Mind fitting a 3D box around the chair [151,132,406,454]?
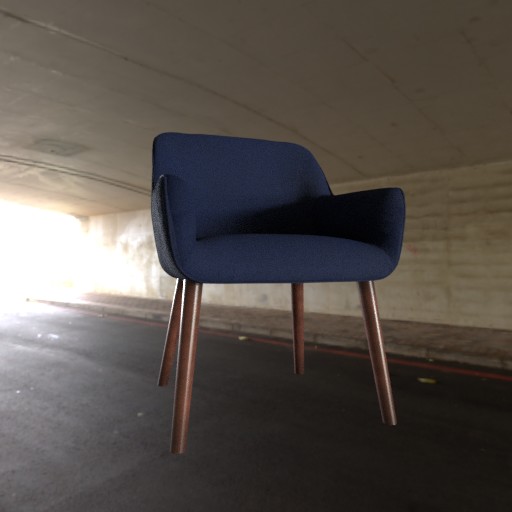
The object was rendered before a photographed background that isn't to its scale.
[{"bbox_3d":[0.000,0.000,1.266,0.600,0.820,0.600,0,-1,-18],"label":"chair"}]
